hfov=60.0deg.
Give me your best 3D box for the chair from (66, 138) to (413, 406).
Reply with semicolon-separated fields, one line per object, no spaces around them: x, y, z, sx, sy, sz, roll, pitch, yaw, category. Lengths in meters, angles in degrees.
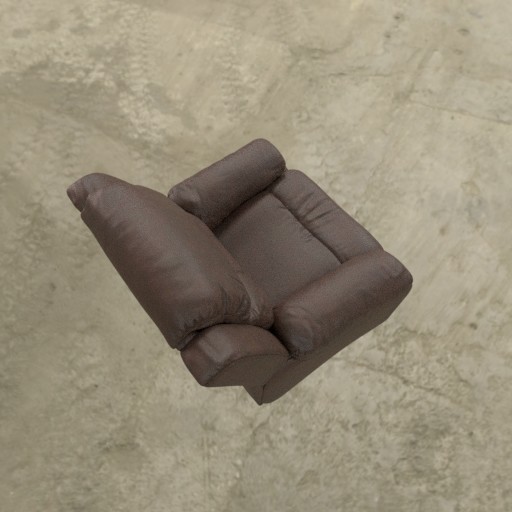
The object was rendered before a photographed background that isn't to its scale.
0.000;0.000;1.264;0.707;0.702;0.680;-33;64;-18;chair
